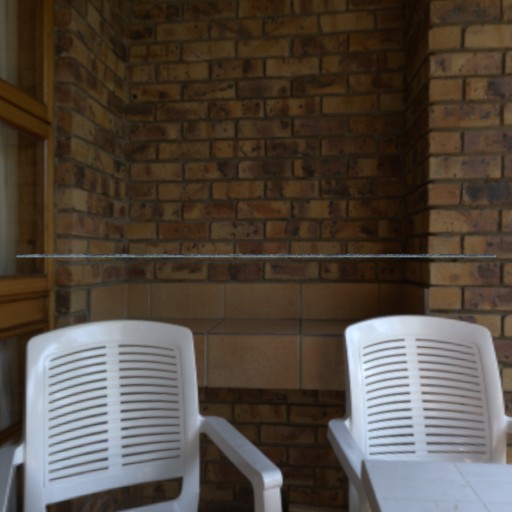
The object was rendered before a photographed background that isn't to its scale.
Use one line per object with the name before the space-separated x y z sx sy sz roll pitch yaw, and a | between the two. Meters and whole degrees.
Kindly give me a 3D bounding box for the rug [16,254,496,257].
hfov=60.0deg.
rug | 0.000 0.000 2.818 2.207 0.014 1.567 0 0 0
